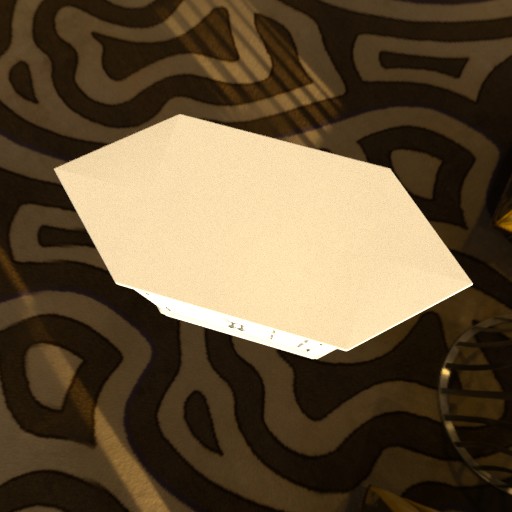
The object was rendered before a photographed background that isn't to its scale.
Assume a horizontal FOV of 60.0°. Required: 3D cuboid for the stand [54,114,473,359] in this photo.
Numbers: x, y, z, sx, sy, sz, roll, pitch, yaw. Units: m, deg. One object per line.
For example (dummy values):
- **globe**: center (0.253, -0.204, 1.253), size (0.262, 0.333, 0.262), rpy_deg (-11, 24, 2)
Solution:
- **stand**: center (0.000, 0.000, 1.383), size (1.072, 0.614, 0.477), rpy_deg (16, 76, 4)
